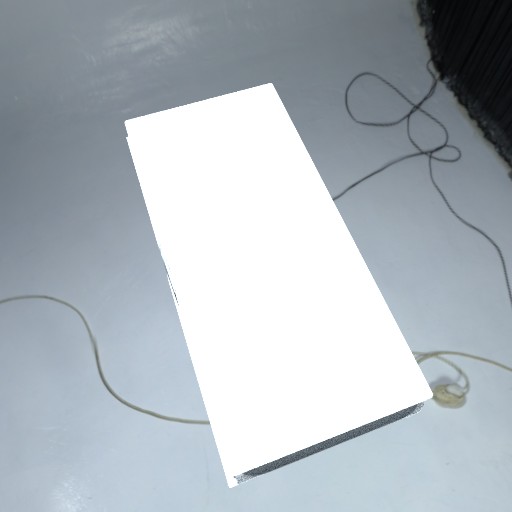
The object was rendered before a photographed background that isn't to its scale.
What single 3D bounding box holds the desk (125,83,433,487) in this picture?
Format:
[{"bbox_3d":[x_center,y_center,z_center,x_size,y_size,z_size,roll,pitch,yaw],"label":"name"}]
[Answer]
[{"bbox_3d":[0.000,0.000,2.256,0.900,0.526,1.900,-18,65,-9],"label":"desk"}]
